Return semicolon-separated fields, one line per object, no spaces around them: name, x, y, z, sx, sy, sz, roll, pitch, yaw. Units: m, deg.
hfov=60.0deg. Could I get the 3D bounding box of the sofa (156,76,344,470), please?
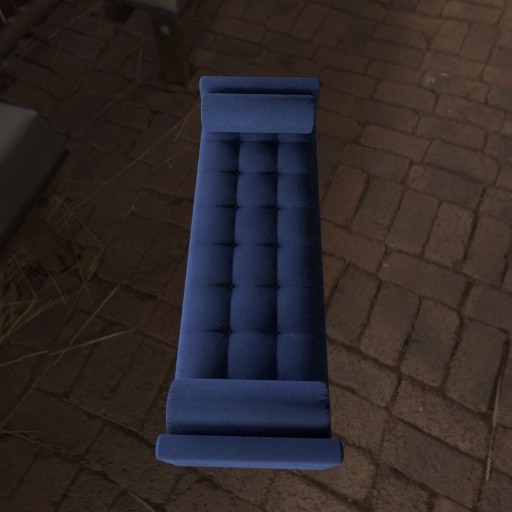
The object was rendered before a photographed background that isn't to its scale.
sofa;0.000;0.000;2.309;0.686;0.635;1.981;1;62;1
